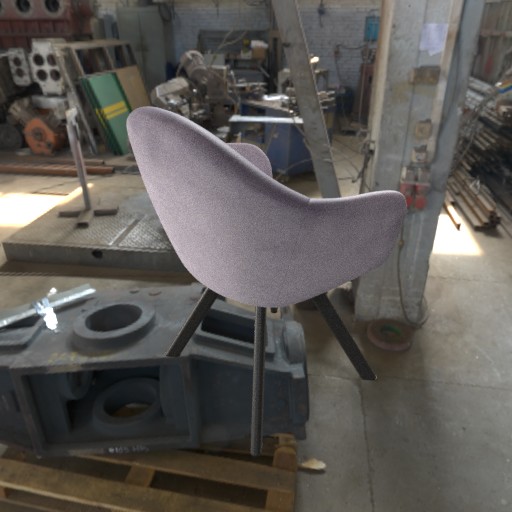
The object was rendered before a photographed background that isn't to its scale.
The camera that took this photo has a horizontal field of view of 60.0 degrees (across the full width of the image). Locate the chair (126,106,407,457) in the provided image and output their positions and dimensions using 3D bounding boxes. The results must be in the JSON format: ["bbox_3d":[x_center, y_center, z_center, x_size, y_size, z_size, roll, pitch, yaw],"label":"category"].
[{"bbox_3d":[0.000,0.000,1.147,0.540,0.780,0.570,-19,33,-32],"label":"chair"}]
